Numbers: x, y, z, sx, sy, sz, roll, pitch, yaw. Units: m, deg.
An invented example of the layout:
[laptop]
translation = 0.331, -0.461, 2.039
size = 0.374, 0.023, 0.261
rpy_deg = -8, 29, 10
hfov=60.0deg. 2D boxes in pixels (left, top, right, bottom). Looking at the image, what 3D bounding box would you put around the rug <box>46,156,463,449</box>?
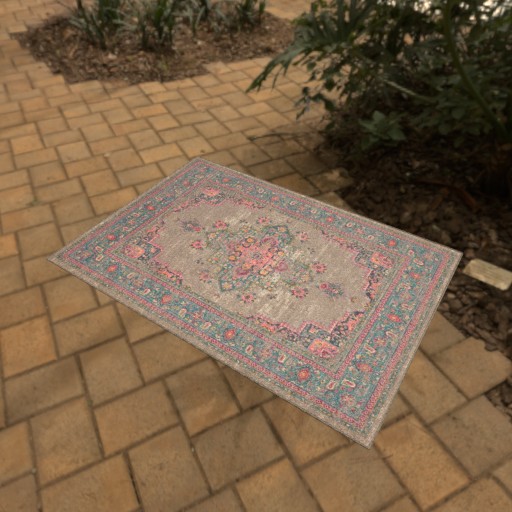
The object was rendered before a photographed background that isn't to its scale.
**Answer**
[rug]
translation = 0.000, 0.000, 3.730
size = 2.890, 0.013, 2.005
rpy_deg = 24, 48, 24
